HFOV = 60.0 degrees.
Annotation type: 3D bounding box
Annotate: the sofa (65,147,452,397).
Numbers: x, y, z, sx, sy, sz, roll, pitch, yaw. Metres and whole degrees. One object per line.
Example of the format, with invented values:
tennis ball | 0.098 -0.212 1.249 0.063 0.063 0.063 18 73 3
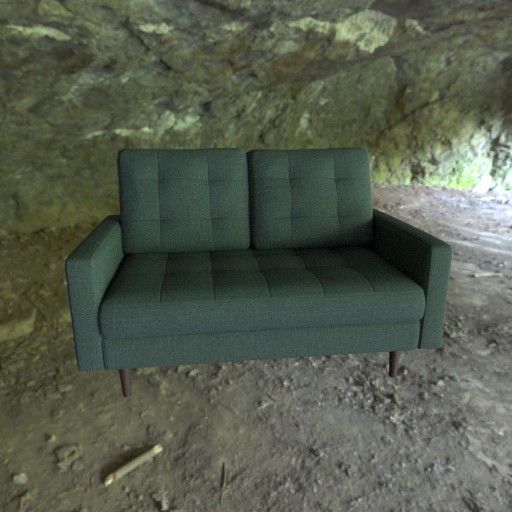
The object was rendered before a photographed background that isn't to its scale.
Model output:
sofa | 0.000 0.000 1.964 1.407 0.907 0.842 -2 17 -7
